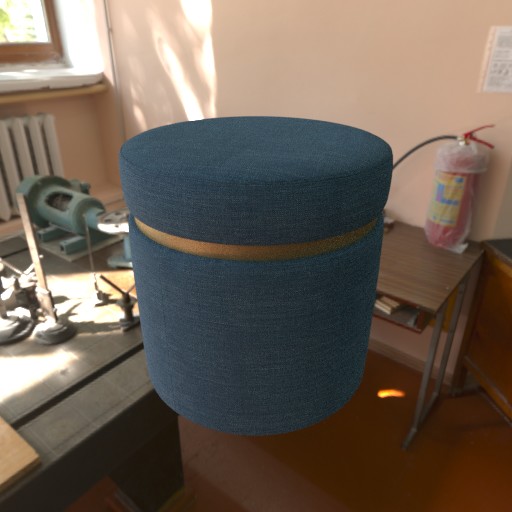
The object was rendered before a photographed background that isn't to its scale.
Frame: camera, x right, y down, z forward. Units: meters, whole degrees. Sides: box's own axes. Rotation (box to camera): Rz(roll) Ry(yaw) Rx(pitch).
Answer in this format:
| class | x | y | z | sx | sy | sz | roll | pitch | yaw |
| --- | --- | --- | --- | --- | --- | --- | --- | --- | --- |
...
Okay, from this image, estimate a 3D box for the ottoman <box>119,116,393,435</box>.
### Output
| class | x | y | z | sx | sy | sz | roll | pitch | yaw |
| --- | --- | --- | --- | --- | --- | --- | --- | --- | --- |
| ottoman | 0.000 | 0.000 | 0.739 | 0.398 | 0.406 | 0.398 | 0 | 27 | 0 |
